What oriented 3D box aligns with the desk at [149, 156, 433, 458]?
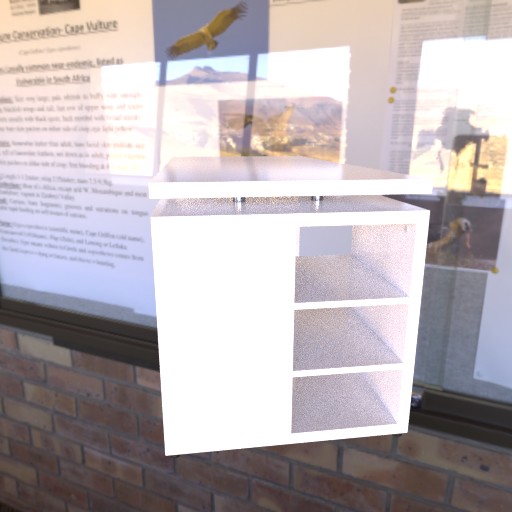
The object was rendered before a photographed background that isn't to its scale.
[{"bbox_3d":[0.000,0.000,1.817,0.690,0.740,1.400,-2,15,-8],"label":"desk"}]
